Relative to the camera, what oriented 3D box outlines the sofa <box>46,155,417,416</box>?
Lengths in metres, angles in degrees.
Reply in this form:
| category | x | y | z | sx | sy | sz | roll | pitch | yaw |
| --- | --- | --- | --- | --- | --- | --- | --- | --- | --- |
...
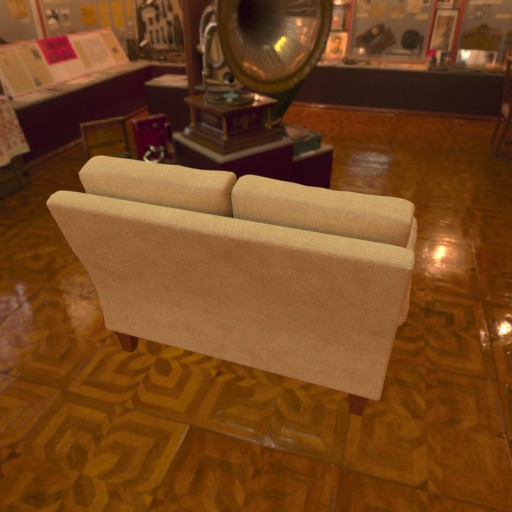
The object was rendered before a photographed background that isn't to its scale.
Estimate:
| category | x | y | z | sx | sy | sz | roll | pitch | yaw |
| --- | --- | --- | --- | --- | --- | --- | --- | --- | --- |
| sofa | 0.000 | 0.000 | 2.256 | 1.498 | 1.087 | 1.086 | 11 | 34 | 16 |
